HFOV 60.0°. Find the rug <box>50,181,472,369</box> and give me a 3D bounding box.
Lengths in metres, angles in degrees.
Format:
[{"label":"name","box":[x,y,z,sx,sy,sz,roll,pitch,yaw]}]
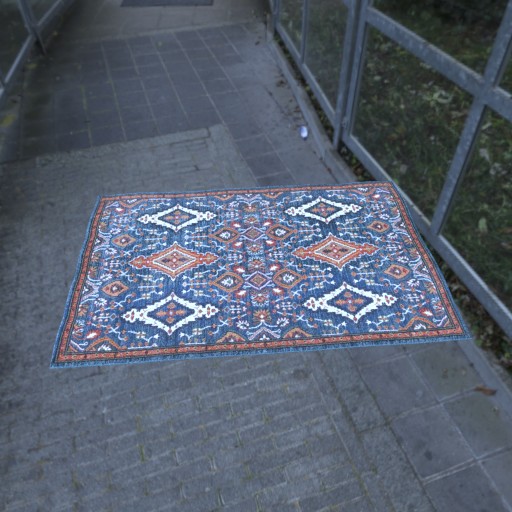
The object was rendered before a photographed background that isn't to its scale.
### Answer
[{"label":"rug","box":[0.000,0.000,2.328,1.847,0.014,1.195,-3,45,-3]}]
